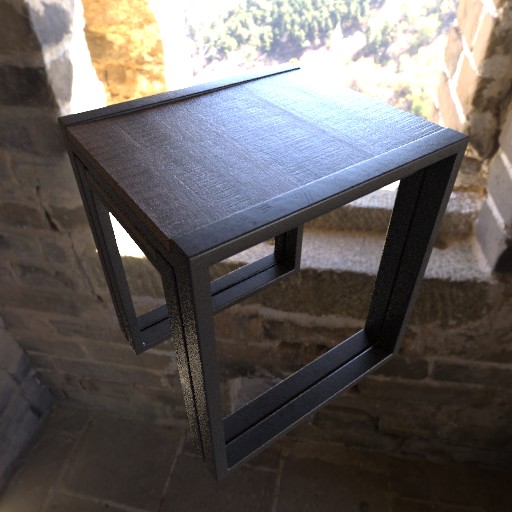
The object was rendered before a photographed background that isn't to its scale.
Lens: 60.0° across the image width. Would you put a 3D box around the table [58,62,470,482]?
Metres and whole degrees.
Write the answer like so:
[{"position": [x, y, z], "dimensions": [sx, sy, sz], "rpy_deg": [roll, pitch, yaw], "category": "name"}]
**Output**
[{"position": [0.000, 0.000, 0.892], "dimensions": [0.500, 0.550, 0.449], "rpy_deg": [-25, 46, -26], "category": "table"}]
